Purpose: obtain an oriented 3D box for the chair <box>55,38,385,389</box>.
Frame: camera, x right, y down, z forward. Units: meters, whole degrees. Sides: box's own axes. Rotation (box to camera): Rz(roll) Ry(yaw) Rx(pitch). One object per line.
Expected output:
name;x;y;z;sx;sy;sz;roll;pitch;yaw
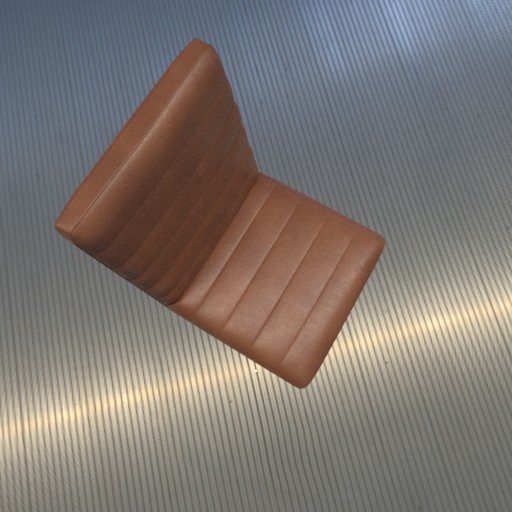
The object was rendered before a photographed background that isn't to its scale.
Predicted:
chair;0.000;0.000;1.295;0.634;0.930;0.520;30;77;7
